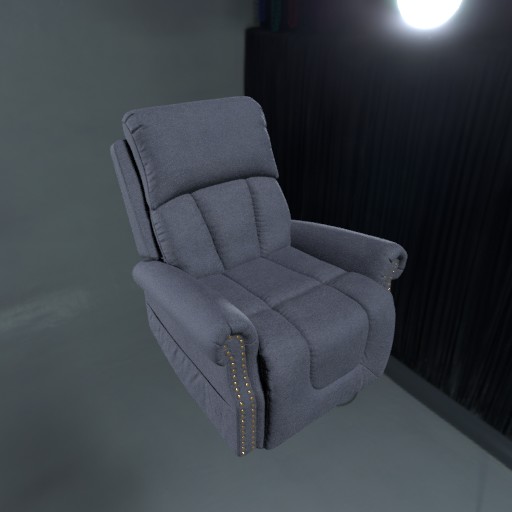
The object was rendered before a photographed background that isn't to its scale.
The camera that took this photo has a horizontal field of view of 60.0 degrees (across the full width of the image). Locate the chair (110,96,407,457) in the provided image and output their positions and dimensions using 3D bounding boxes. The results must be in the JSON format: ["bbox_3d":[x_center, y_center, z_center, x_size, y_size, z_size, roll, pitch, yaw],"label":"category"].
[{"bbox_3d":[0.000,0.000,1.712,0.871,1.031,0.979,-20,35,-32],"label":"chair"}]
